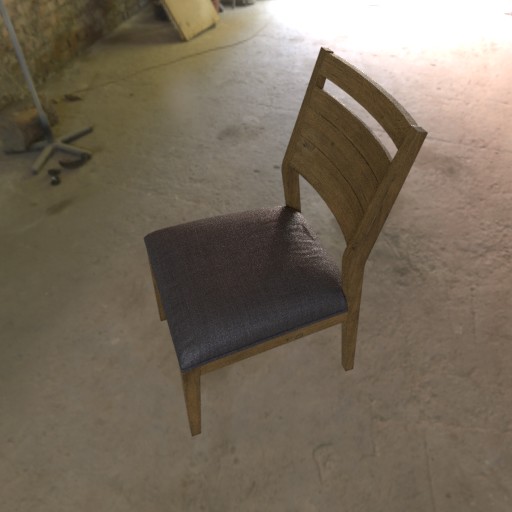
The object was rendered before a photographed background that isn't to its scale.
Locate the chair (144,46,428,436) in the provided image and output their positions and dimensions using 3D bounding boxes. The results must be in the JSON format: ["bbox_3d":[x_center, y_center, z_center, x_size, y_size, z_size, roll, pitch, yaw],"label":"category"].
[{"bbox_3d":[0.000,0.000,1.270,0.610,0.939,0.501,-15,49,-14],"label":"chair"}]
